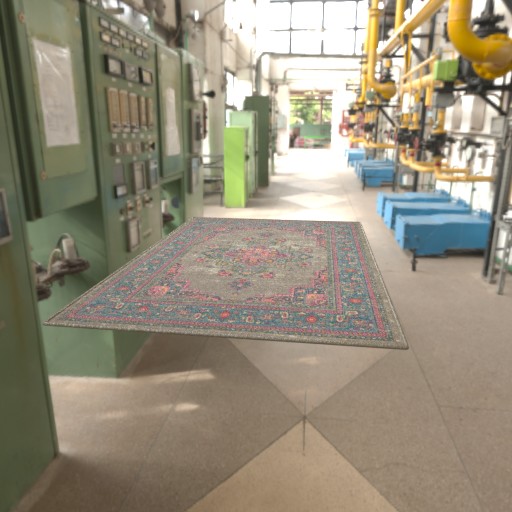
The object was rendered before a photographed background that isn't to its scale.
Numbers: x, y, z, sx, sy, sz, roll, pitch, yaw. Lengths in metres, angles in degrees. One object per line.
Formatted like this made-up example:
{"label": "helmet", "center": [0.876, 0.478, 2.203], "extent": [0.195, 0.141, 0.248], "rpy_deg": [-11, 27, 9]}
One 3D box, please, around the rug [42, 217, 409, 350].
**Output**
{"label": "rug", "center": [0.000, 0.000, 2.174], "extent": [1.144, 0.014, 1.748], "rpy_deg": [2, 17, 8]}
